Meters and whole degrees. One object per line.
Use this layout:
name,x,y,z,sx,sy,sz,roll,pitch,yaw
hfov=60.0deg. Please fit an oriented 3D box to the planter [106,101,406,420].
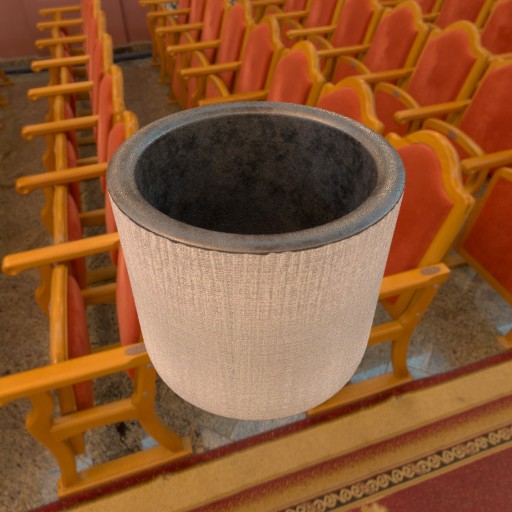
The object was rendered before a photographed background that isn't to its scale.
planter,0.000,0.000,0.223,0.125,0.112,0.125,0,41,0
